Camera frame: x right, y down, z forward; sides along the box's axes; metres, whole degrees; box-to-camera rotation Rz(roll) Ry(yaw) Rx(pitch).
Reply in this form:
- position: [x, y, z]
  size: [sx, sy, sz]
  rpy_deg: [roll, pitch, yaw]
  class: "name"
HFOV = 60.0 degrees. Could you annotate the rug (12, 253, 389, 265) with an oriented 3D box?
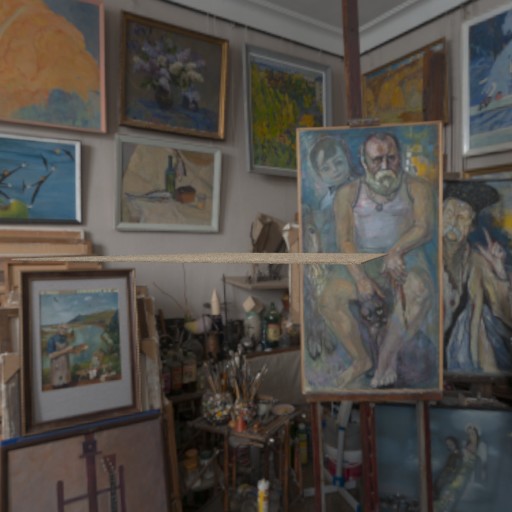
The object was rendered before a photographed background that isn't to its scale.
- position: [0.000, 0.000, 2.249]
  size: [1.221, 0.006, 1.827]
  rpy_deg: [0, 1, 19]
  class: "rug"
